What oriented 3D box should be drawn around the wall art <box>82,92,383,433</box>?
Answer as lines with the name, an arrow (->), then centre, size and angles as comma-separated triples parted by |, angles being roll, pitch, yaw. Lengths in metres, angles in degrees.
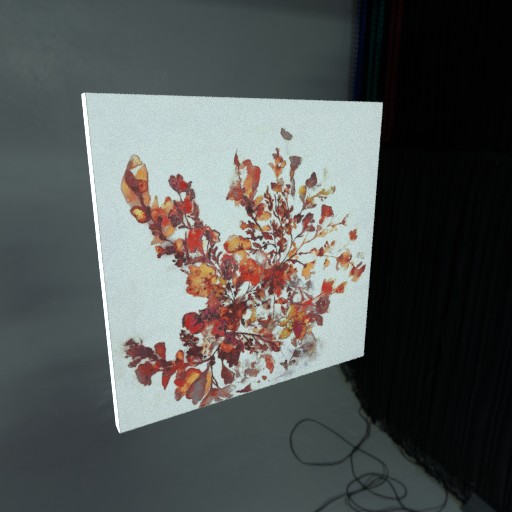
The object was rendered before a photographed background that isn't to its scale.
wall art -> 0.000, 0.000, 1.507 | 1.009, 1.009, 0.049 | -9, 19, -28
